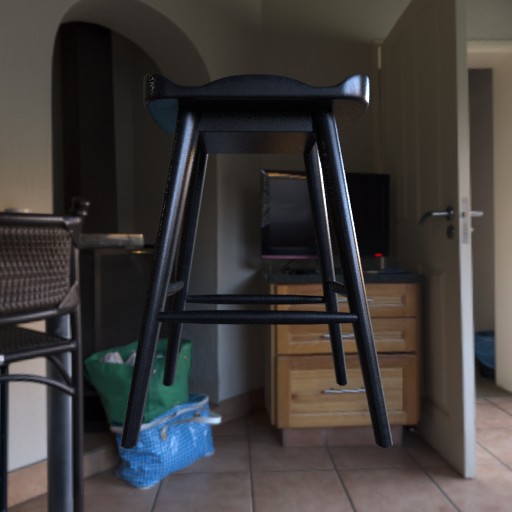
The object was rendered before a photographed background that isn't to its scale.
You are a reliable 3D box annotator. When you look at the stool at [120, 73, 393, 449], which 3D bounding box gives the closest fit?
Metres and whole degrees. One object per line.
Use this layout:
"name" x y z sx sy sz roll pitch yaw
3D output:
"stool" 0.000 0.000 0.883 0.440 0.615 0.361 0 0 0
